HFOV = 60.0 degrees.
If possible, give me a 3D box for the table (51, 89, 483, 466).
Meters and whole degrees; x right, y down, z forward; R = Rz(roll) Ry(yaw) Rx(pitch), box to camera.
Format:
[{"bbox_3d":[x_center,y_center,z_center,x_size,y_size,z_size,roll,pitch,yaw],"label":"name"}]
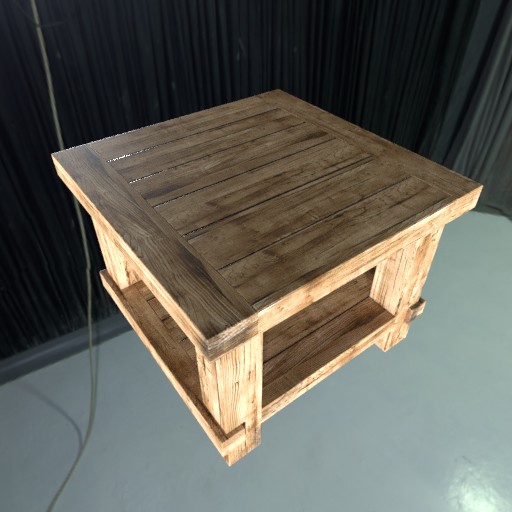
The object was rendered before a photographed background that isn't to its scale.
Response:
[{"bbox_3d":[0.000,0.000,1.026,0.610,0.457,0.610,-26,47,-27],"label":"table"}]
